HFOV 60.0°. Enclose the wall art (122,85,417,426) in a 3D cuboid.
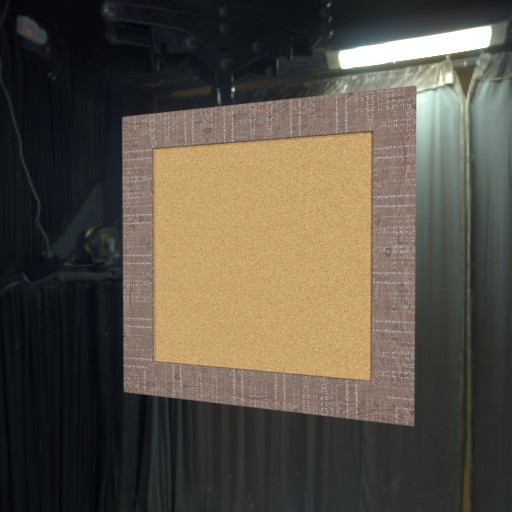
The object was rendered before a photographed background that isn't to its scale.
[{"bbox_3d":[0.000,0.000,0.786,0.531,0.531,0.029,0,1,18],"label":"wall art"}]
